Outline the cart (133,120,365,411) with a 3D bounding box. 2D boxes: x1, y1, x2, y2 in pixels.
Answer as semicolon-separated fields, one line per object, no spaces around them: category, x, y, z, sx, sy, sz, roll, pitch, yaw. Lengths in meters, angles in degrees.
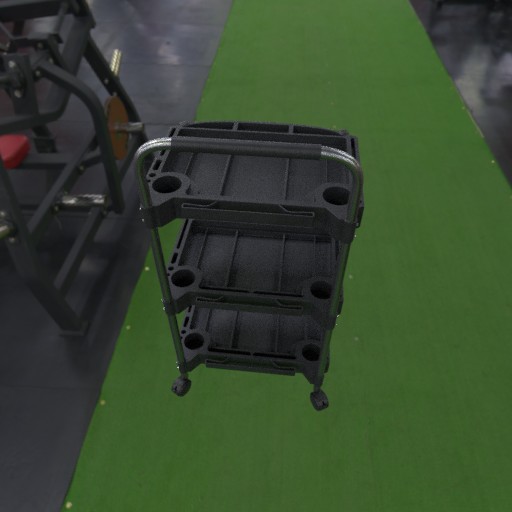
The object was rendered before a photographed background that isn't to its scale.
cart;0.000;0.000;1.442;0.584;1.075;0.518;4;45;4
